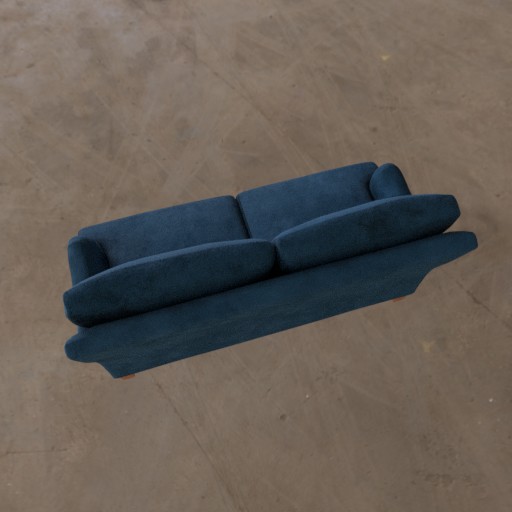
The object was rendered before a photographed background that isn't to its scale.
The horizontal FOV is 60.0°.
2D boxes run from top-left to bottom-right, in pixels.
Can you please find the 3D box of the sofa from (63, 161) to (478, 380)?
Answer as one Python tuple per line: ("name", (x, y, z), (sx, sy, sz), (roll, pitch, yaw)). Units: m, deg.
("sofa", (0.000, 0.000, 2.733), (2.141, 1.101, 1.084), (-14, 59, -9))
